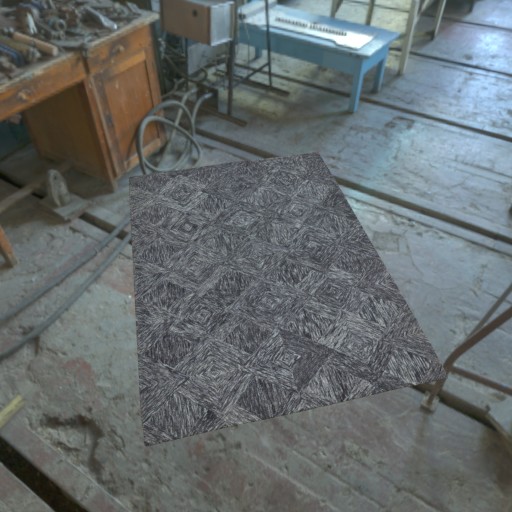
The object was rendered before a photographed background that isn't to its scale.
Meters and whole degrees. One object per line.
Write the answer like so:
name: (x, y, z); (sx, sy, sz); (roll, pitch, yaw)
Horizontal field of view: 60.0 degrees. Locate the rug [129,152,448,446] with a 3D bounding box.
rug: (0.000, 0.000, 5.514); (2.997, 0.020, 4.093); (-9, 47, -9)
